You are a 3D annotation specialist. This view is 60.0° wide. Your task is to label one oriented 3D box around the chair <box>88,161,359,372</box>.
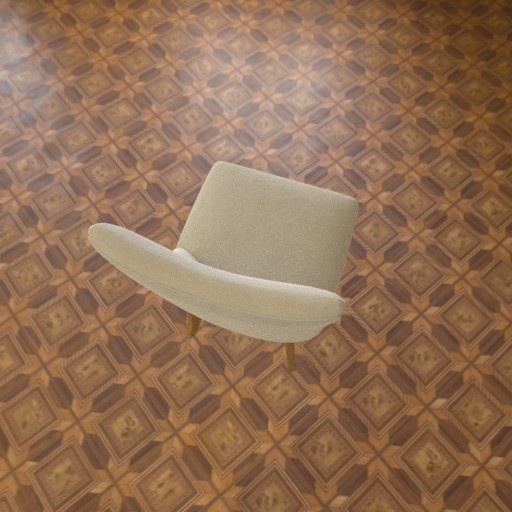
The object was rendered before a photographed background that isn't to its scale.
[{"bbox_3d":[0.000,0.000,1.256,0.495,0.902,0.610,17,66,8],"label":"chair"}]
